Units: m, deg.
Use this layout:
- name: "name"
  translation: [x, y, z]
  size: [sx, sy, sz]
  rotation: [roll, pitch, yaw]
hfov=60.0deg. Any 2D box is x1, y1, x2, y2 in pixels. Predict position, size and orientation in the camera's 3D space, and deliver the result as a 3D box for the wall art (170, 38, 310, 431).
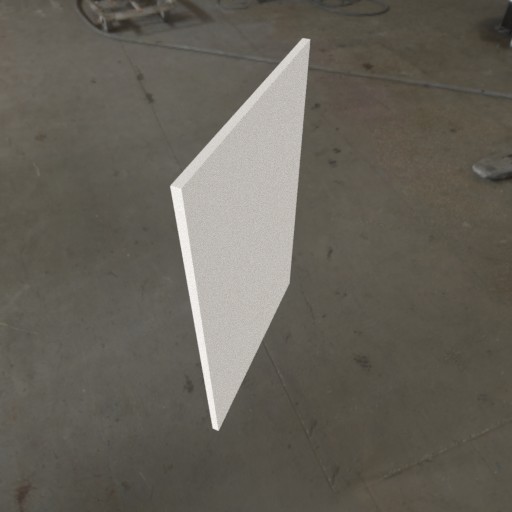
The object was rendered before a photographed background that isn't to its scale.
- name: "wall art"
  translation: [0.000, 0.000, 0.623]
  size: [0.010, 0.474, 0.325]
  rotation: [17, 49, 15]
